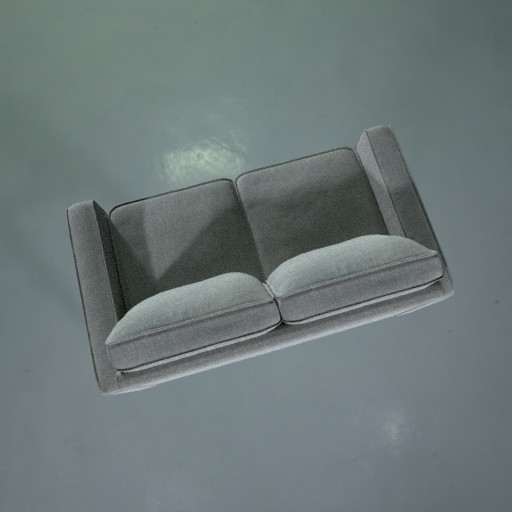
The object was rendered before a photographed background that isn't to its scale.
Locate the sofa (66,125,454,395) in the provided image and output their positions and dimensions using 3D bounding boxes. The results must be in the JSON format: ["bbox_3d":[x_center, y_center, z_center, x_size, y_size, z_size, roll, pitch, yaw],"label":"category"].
[{"bbox_3d":[0.000,0.000,2.242,1.706,0.915,0.945,-15,76,-4],"label":"sofa"}]
